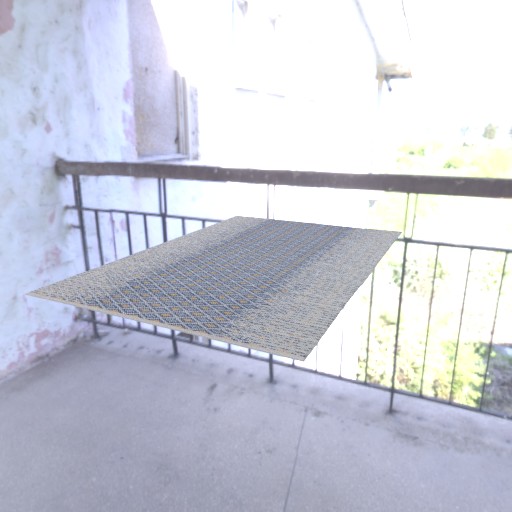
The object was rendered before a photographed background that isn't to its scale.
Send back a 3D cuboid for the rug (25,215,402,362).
[{"bbox_3d":[0.000,0.000,2.351,1.219,0.005,1.828,8,18,25],"label":"rug"}]
